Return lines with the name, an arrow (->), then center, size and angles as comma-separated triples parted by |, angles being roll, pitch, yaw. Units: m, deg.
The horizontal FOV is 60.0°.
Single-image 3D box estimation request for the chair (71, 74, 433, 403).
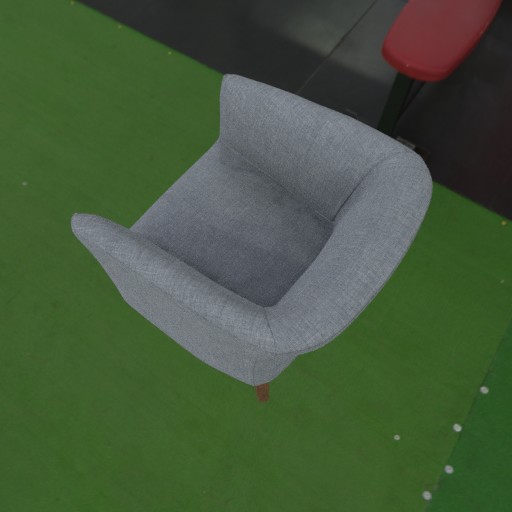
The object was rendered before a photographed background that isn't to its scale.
chair -> 0.000, 0.000, 1.254 | 0.668, 0.771, 0.600 | 34, 69, 15
